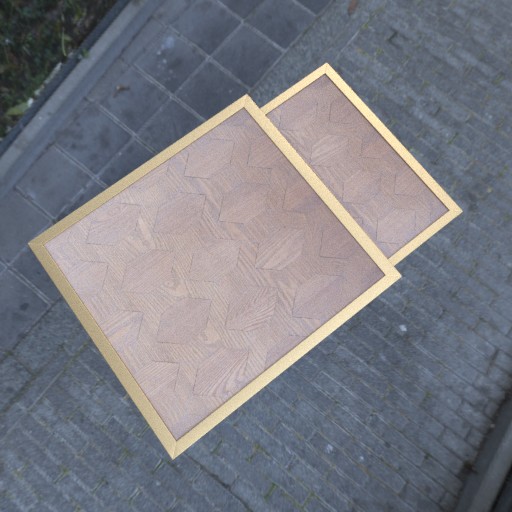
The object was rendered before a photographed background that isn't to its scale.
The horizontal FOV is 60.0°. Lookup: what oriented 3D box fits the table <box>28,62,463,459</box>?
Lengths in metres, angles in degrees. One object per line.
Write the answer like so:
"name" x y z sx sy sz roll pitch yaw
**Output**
"table" 0.000 0.000 1.131 0.762 0.505 0.505 -37 80 -8
